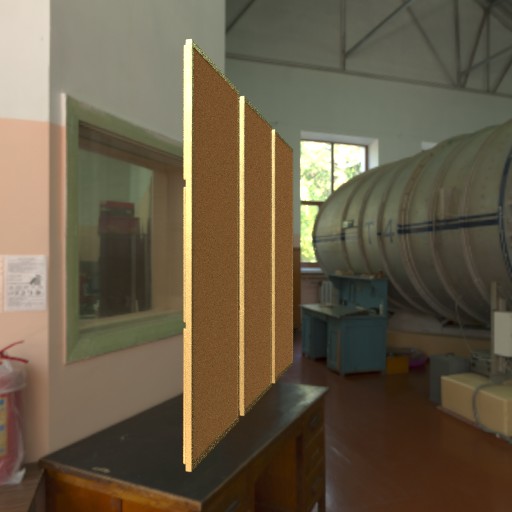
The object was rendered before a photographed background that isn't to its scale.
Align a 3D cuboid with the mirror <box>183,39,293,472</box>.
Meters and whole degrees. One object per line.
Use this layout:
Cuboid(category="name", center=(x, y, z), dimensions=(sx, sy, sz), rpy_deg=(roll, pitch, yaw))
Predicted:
Cuboid(category="mirror", center=(0.000, 0.000, 1.435), dimensions=(0.023, 0.926, 1.011), rpy_deg=(0, 0, 17))
